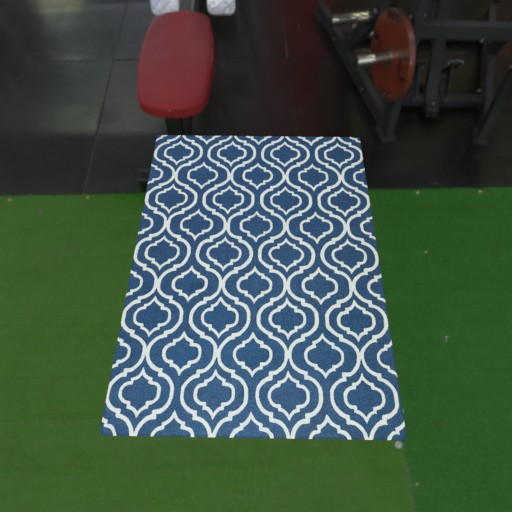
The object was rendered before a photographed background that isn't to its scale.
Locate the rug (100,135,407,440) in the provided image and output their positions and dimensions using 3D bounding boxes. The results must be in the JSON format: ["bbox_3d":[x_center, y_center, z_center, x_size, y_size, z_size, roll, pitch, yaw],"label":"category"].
[{"bbox_3d":[0.000,0.000,2.766,1.524,0.010,2.134,1,58,0],"label":"rug"}]
